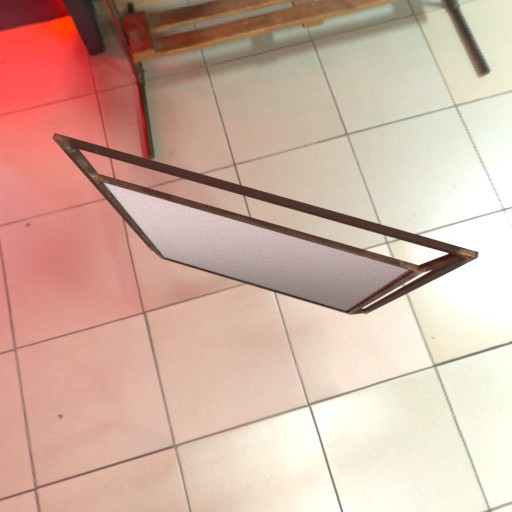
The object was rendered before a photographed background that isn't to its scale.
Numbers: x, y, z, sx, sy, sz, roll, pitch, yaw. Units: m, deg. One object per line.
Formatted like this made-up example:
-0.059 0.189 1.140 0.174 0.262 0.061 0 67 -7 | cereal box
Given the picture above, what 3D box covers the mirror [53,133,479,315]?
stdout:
0.000 0.000 0.903 0.610 0.610 0.032 16 76 4 | mirror
